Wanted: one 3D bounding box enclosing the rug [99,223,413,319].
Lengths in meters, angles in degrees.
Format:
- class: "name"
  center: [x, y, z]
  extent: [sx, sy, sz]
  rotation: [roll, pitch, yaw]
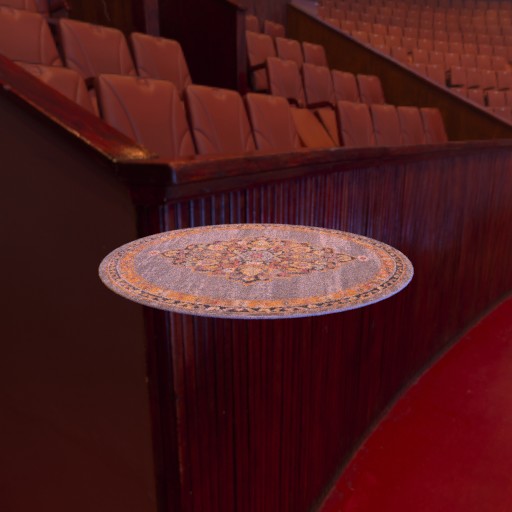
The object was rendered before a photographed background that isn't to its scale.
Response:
- class: "rug"
  center: [0.000, 0.000, 3.540]
  extent: [2.382, 0.014, 2.382]
  rotation: [0, 16, 0]
